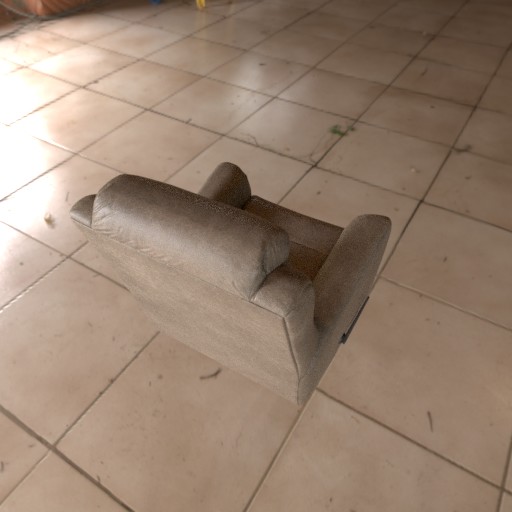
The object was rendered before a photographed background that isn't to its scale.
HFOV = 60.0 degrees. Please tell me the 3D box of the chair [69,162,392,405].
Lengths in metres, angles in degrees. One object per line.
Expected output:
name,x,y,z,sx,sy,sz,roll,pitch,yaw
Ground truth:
chair,0.000,0.000,1.964,0.967,1.116,1.068,23,49,21
